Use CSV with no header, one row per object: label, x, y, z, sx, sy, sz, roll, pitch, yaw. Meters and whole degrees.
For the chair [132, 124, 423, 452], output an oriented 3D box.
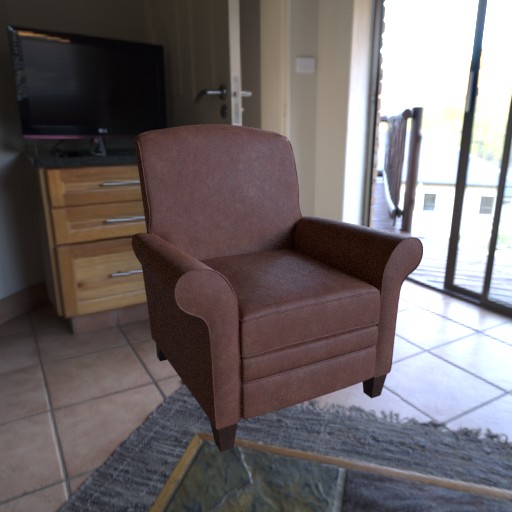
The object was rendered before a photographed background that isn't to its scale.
chair,0.000,0.000,1.840,0.978,1.061,0.902,-8,17,-27
